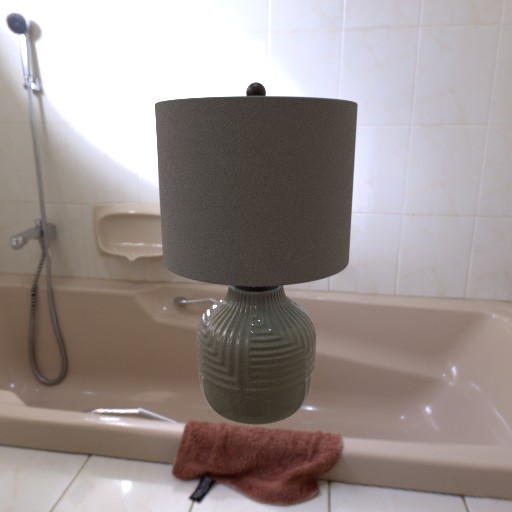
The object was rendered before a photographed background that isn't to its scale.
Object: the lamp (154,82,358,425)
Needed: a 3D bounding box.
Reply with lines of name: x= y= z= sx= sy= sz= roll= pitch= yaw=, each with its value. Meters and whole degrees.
lamp: x=0.000 y=0.000 z=0.772 sx=0.318 sy=0.567 sz=0.318 roll=0 pitch=15 yaw=0
